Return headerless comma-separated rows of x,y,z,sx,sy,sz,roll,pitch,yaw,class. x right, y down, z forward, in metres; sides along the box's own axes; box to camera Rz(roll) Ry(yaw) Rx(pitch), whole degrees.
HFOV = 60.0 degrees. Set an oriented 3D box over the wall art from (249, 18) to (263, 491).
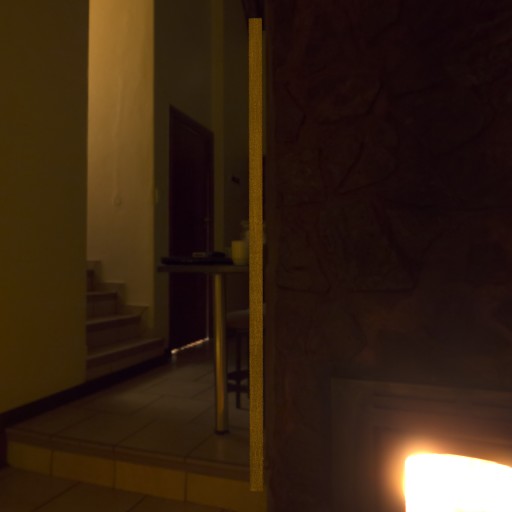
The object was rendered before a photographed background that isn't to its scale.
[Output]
0.000,0.000,1.348,0.035,1.022,0.781,0,-1,0,wall art
